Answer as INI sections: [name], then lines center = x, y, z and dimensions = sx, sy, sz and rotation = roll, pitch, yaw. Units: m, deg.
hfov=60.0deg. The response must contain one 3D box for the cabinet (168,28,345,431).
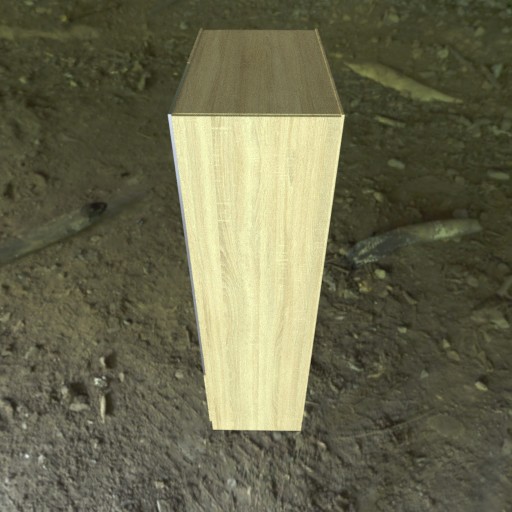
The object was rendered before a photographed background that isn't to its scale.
[cabinet]
center = 0.000, 0.000, 2.520
dimensions = 0.590, 2.121, 1.001
rotation = 1, 42, 1
